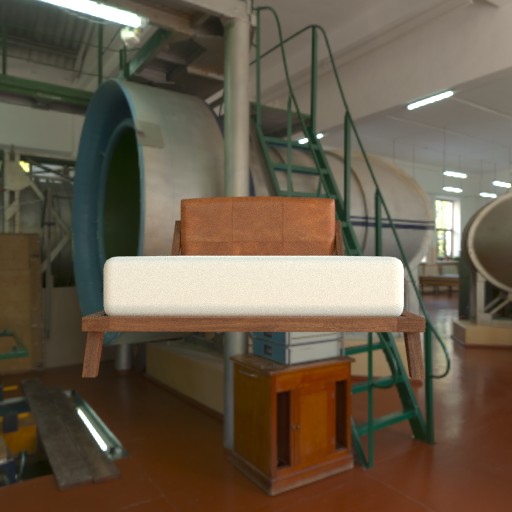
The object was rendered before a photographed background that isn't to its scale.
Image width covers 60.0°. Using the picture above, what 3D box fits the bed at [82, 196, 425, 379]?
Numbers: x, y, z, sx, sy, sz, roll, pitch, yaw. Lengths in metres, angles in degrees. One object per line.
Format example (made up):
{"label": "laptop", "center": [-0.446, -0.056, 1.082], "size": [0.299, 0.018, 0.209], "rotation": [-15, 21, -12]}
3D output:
{"label": "bed", "center": [0.000, 0.000, 3.285], "size": [1.651, 1.168, 2.311], "rotation": [0, 0, 1]}
